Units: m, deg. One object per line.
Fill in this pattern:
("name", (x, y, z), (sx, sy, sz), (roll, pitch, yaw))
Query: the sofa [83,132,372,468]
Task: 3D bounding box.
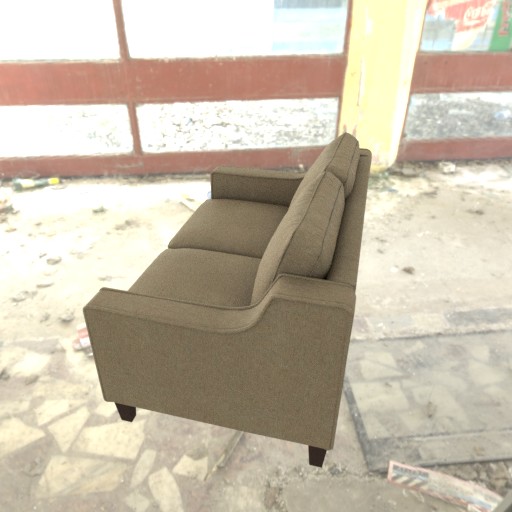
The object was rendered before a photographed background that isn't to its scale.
("sofa", (0.000, 0.000, 2.190), (0.985, 0.981, 1.503), (8, 32, 12))
